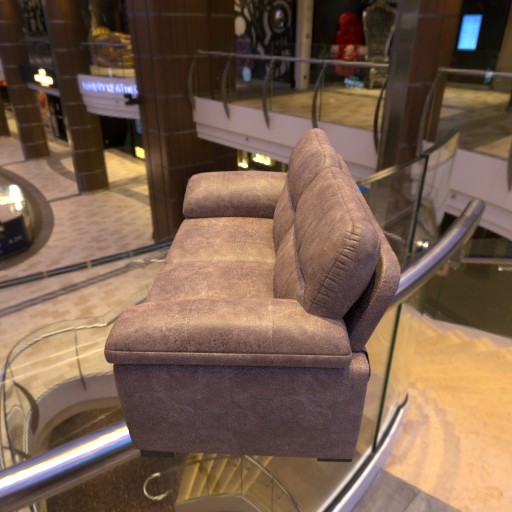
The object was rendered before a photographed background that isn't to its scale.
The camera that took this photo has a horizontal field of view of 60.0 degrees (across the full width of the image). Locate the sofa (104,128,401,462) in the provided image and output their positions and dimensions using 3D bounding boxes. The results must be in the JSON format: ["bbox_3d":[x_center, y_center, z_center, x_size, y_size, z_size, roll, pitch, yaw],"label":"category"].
[{"bbox_3d":[0.000,0.000,2.238,0.991,0.991,1.753,1,27,1],"label":"sofa"}]
